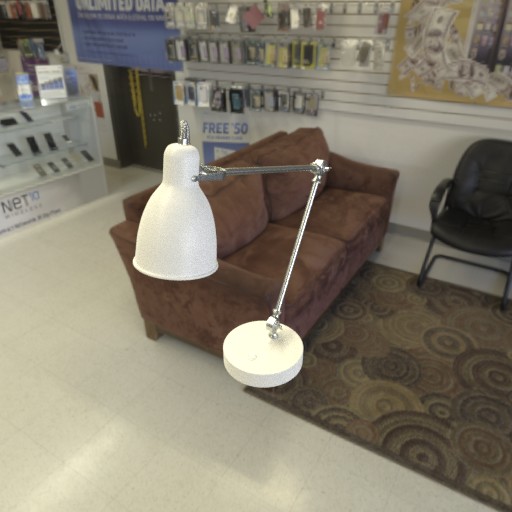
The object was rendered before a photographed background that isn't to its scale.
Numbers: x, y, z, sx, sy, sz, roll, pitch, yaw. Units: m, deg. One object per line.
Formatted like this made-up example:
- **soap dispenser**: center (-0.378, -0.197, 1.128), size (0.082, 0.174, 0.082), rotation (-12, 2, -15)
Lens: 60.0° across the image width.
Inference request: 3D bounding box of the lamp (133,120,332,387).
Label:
- **lamp**: center (0.000, 0.000, 0.885), size (0.187, 0.587, 0.561), rotation (19, 35, 30)
